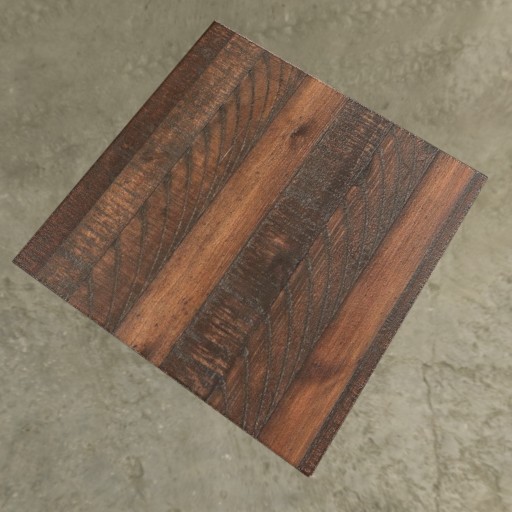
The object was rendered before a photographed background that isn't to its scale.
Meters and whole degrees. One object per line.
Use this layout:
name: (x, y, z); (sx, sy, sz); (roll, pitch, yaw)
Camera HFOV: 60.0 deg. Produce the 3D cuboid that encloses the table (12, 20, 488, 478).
table: (0.000, 0.000, 0.944); (0.553, 0.482, 0.548); (33, 78, 8)
